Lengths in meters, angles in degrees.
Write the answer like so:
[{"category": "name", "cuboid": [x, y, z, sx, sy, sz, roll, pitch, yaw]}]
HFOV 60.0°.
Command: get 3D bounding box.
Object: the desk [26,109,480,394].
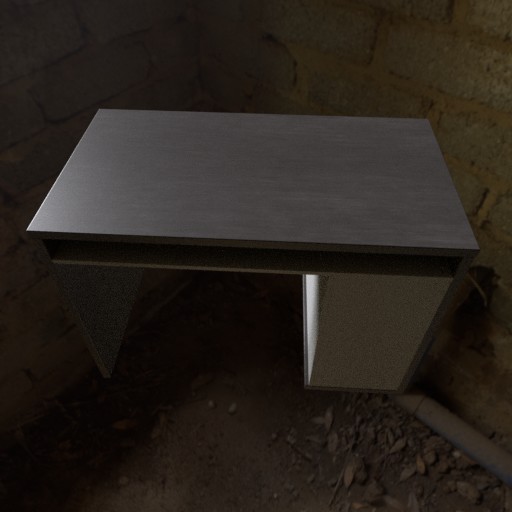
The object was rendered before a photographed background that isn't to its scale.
[{"category": "desk", "cuboid": [0.000, 0.000, 1.548, 1.100, 0.750, 0.600, 3, 47, 2]}]
